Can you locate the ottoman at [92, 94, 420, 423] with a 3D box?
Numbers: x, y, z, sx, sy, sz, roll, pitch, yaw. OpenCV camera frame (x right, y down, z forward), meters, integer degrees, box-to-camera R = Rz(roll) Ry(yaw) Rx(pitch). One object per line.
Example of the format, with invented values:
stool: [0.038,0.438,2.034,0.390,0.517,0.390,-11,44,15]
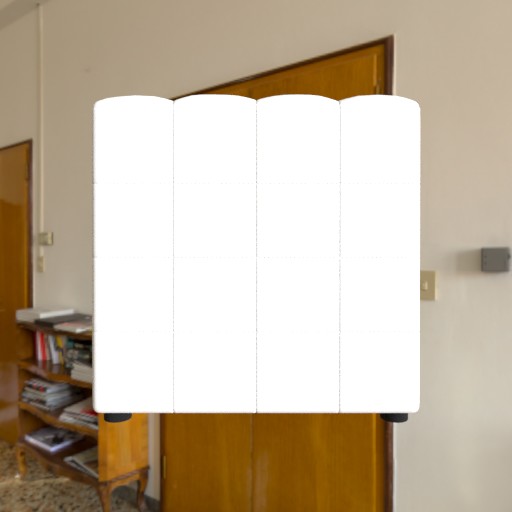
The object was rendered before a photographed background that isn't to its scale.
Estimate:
ottoman: [0.000,0.000,0.780,0.425,0.432,0.425,0,0,0]
